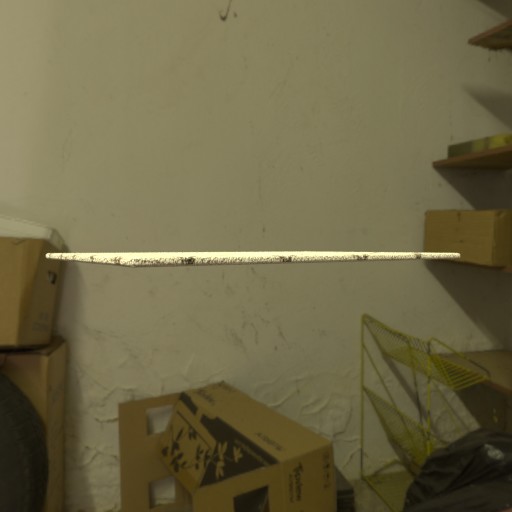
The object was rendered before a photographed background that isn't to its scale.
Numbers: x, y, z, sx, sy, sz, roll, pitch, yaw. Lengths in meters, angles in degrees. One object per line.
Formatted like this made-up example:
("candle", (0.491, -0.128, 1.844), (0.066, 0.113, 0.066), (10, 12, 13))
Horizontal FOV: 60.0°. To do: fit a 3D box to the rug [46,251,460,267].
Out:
("rug", (0.000, 0.000, 2.294), (1.778, 0.030, 1.219), (-1, 1, -36))
